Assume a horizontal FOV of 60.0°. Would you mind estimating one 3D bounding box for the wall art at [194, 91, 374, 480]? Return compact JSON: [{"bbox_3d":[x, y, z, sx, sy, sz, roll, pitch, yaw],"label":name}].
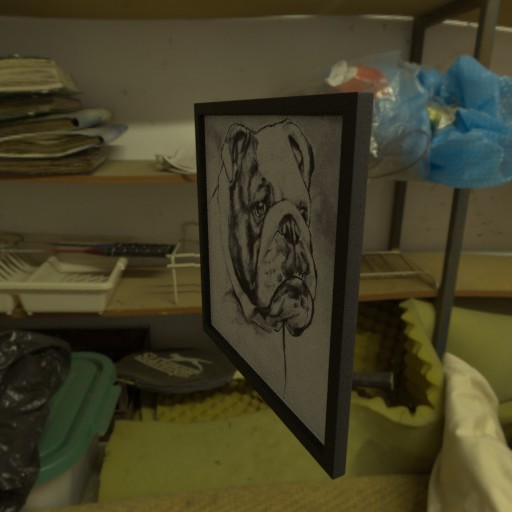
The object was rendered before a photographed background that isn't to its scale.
[{"bbox_3d":[0.000,0.000,0.679,0.022,0.453,0.456,-9,20,-26],"label":"wall art"}]
